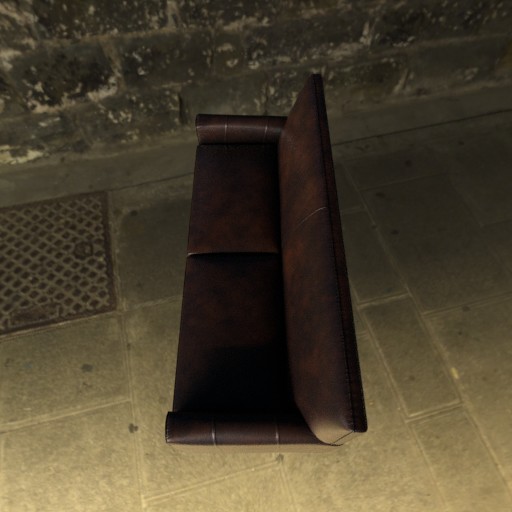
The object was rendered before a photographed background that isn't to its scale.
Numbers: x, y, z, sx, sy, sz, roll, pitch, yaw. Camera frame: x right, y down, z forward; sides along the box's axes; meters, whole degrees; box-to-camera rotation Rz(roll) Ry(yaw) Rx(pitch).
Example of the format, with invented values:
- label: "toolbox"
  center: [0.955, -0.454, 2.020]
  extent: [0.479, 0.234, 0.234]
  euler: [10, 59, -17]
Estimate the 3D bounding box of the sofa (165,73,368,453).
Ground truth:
- label: "sofa"
  center: [0.000, 0.000, 2.441]
  extent: [0.786, 0.871, 1.995]
  euler: [0, 58, 0]
